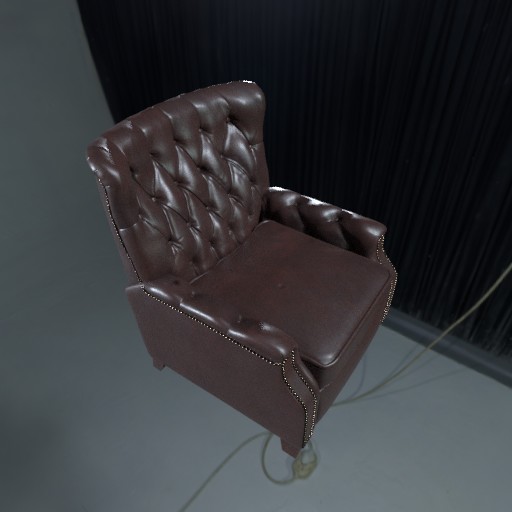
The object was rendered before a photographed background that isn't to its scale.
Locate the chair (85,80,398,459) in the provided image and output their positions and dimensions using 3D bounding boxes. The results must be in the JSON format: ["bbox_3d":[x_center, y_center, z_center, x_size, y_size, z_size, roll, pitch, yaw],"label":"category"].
[{"bbox_3d":[0.000,0.000,1.482,0.823,0.864,0.709,24,46,26],"label":"chair"}]
